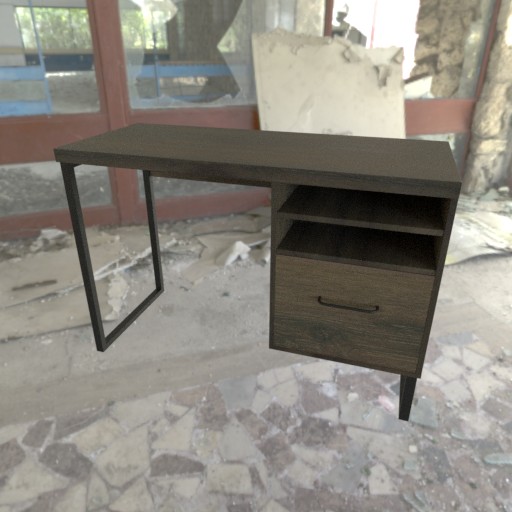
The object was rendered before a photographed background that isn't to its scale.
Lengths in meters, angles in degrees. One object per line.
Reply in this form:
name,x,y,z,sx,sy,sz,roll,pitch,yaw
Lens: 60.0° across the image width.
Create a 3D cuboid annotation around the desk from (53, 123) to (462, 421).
desk,0.000,0.000,1.525,1.134,0.752,0.511,8,27,16
